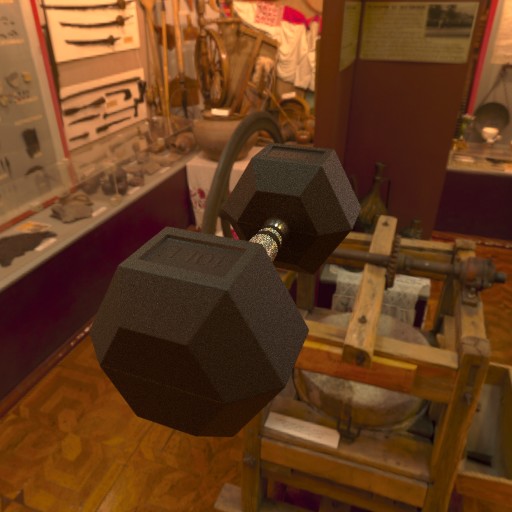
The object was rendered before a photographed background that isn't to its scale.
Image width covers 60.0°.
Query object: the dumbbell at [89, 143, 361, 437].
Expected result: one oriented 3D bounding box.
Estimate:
[{"bbox_3d":[0.000,0.000,0.439,0.157,0.137,0.361,11,32,18],"label":"dumbbell"}]
